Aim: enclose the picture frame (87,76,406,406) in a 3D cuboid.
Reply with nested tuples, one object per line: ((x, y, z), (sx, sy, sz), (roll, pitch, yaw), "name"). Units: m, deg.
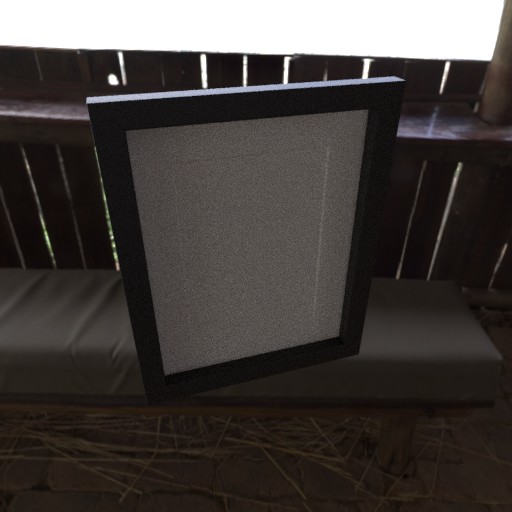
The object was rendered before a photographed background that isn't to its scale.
((0.000, 0.000, 0.525), (0.307, 0.383, 0.036), (-10, 34, -15), "picture frame")
